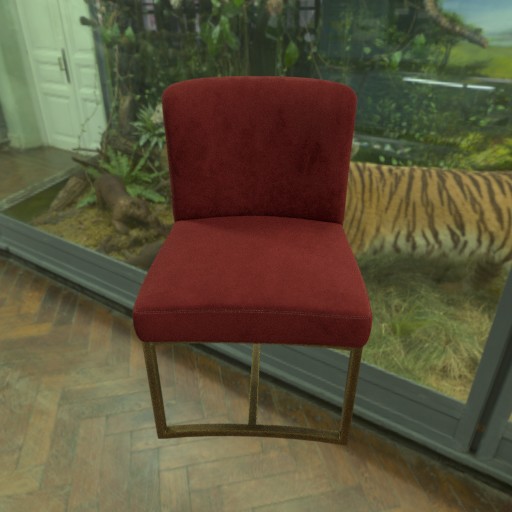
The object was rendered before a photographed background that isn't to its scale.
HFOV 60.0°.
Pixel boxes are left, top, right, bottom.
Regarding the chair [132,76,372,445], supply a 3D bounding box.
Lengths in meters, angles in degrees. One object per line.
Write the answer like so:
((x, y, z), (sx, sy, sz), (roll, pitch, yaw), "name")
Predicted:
((0.000, 0.000, 1.174), (0.530, 0.824, 0.560), (1, 30, 2), "chair")
